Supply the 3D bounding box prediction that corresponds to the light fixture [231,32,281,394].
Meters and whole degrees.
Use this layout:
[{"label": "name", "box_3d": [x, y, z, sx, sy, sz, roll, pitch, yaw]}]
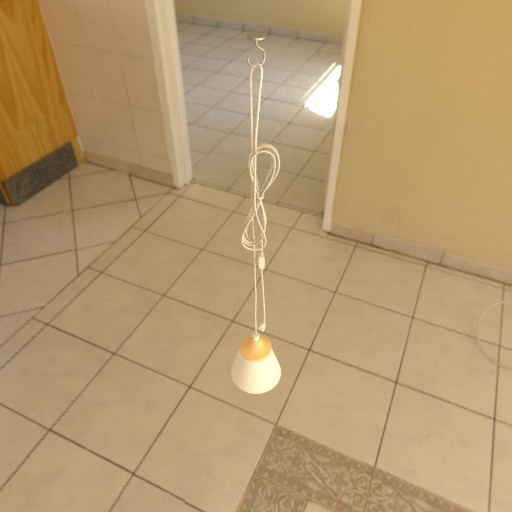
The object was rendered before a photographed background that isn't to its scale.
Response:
[{"label": "light fixture", "box_3d": [0.000, 0.000, 1.042, 0.153, 0.966, 0.153, 10, 43, 11]}]
